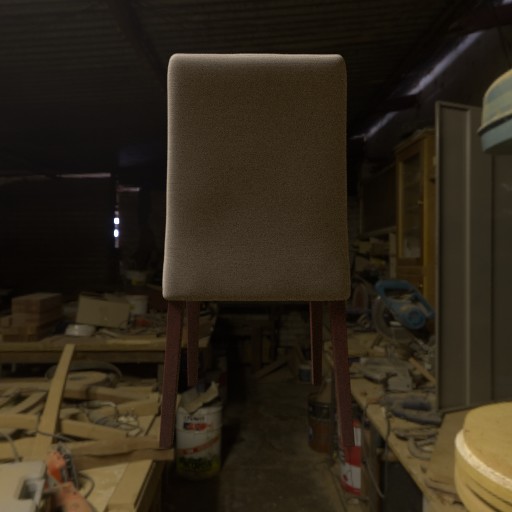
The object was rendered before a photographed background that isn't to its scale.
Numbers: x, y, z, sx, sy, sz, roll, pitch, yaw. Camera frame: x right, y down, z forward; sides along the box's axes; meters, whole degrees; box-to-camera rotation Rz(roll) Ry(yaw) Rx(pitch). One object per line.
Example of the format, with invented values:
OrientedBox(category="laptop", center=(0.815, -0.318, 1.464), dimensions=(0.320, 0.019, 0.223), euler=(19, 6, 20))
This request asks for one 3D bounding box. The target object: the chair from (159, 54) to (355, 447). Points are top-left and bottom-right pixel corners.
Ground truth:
OrientedBox(category="chair", center=(0.000, 0.000, 1.312), dimensions=(0.515, 0.940, 0.638), euler=(0, 1, -1))
